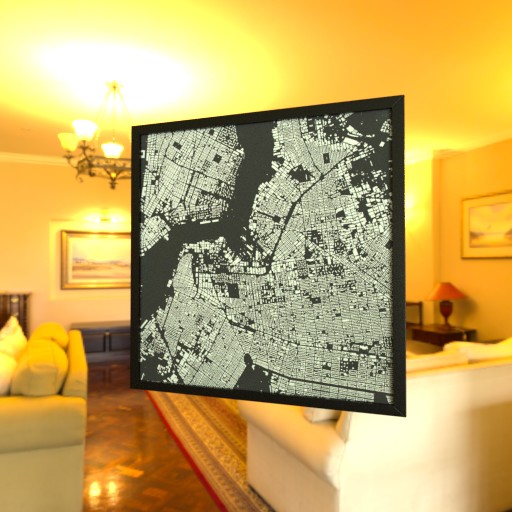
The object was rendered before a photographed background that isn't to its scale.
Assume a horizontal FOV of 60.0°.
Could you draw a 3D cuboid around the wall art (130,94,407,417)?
[{"bbox_3d":[0.000,0.000,1.180,0.755,0.761,0.038,0,-1,19],"label":"wall art"}]
